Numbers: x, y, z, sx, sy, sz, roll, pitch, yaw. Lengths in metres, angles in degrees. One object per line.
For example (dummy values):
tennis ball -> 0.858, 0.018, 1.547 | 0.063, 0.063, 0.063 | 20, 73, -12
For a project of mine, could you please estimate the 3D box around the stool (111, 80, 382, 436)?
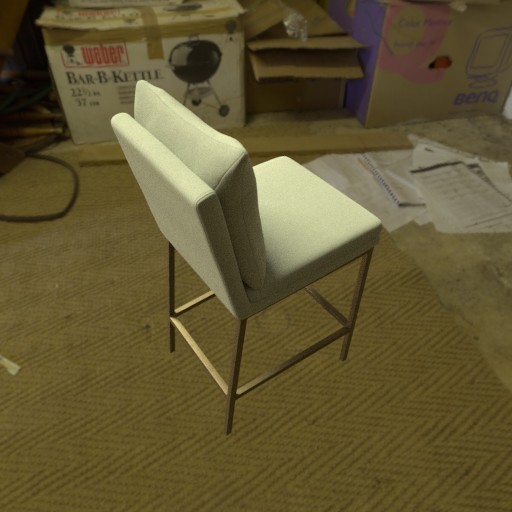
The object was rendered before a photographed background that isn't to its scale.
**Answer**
stool -> 0.000, 0.000, 1.356 | 0.572, 1.032, 0.463 | -26, 48, -26
